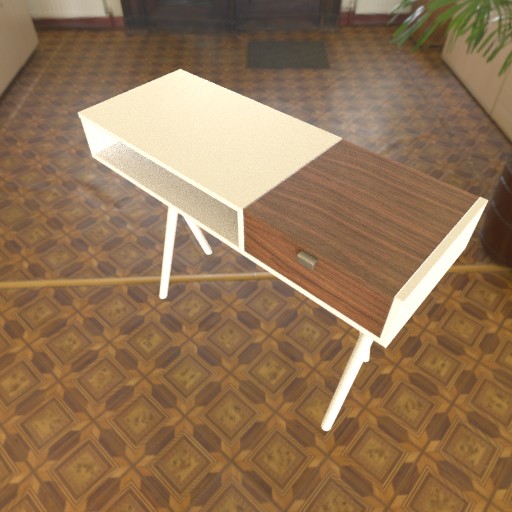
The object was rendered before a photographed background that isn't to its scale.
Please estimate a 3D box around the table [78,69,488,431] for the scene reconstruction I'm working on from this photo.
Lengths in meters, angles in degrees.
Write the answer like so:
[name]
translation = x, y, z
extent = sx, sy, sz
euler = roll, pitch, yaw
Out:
[table]
translation = 0.000, 0.000, 1.443
extent = 1.066, 0.785, 0.418
euler = 33, 54, 27
